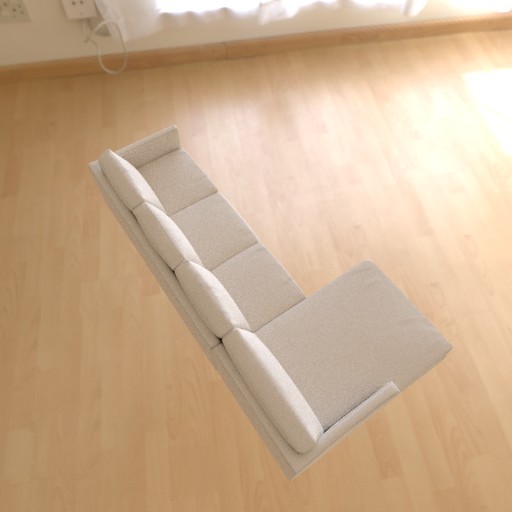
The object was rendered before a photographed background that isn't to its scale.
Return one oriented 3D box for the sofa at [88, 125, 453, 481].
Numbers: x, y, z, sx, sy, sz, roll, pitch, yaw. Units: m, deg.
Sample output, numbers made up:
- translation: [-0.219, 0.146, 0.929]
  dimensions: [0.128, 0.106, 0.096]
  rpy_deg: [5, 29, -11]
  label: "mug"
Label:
- translation: [0.000, 0.000, 3.904]
  dimensions: [1.625, 0.846, 3.186]
  rpy_deg: [-31, 64, -17]
  label: "sofa"
